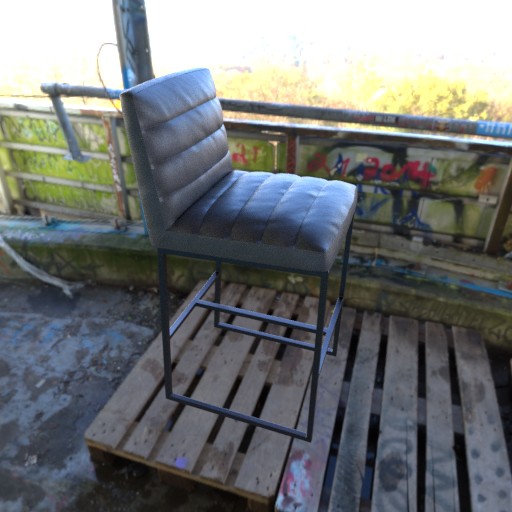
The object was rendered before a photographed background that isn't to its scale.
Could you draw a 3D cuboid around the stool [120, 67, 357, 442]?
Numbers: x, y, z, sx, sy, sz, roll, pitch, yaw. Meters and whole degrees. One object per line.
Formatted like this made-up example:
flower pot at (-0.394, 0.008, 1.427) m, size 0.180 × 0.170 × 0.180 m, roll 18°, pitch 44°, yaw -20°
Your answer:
stool at (0.000, 0.000, 1.422) m, size 0.562 × 1.065 × 0.463 m, roll 11°, pitch 33°, yaw 17°
